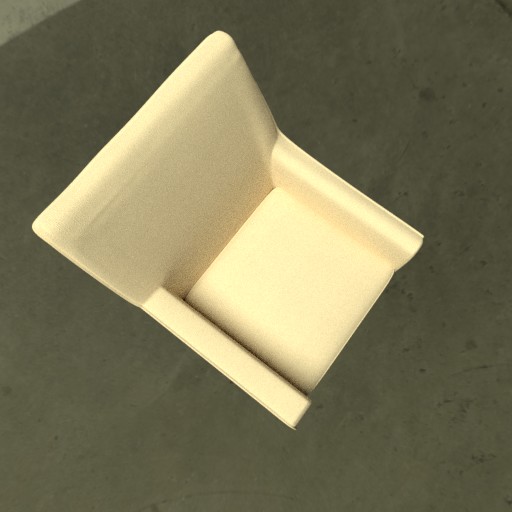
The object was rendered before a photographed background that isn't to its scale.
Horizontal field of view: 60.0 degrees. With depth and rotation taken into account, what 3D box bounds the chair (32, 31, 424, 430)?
[{"bbox_3d":[0.000,0.000,1.570,0.899,0.919,0.780,36,78,9],"label":"chair"}]
